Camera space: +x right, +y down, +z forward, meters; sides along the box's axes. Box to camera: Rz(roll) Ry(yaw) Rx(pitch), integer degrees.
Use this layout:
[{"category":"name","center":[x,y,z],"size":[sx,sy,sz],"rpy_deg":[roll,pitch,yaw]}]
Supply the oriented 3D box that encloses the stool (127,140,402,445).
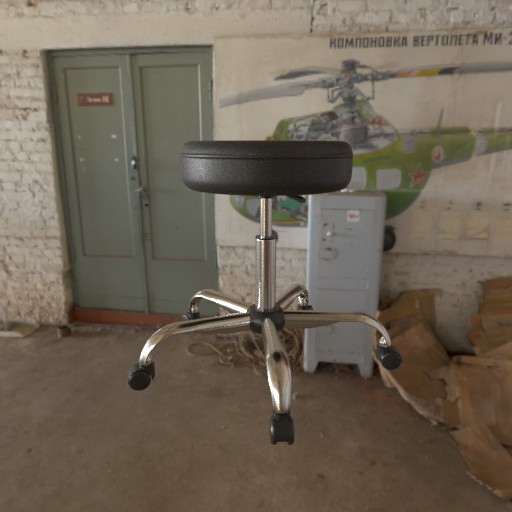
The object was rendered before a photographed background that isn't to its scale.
[{"category":"stool","center":[0.000,0.000,1.146],"size":[0.673,0.576,0.638],"rpy_deg":[-14,20,-43]}]
